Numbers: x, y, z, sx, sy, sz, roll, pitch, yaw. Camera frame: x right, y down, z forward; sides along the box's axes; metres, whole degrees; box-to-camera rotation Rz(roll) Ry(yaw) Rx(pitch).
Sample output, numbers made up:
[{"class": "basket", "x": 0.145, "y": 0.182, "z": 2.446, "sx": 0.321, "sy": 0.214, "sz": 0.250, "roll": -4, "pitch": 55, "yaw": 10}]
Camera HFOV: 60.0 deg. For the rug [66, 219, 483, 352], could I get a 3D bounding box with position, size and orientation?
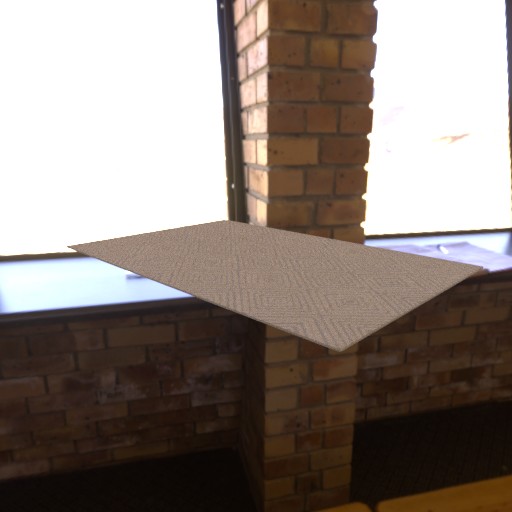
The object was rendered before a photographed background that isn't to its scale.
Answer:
[{"class": "rug", "x": 0.000, "y": 0.000, "z": 2.195, "sx": 1.753, "sy": 0.008, "sz": 1.143, "roll": 14, "pitch": 20, "yaw": 42}]
